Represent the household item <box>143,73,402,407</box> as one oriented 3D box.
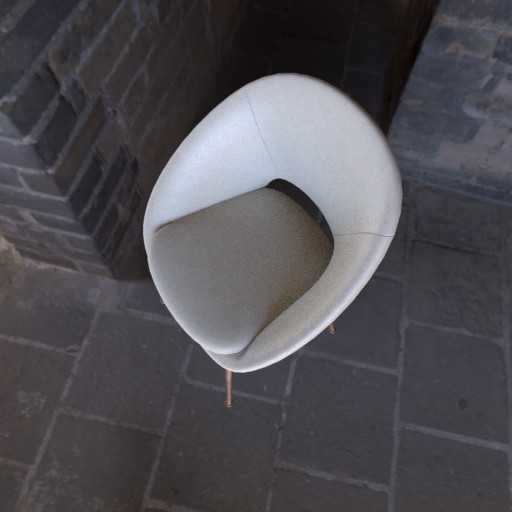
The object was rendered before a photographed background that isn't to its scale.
[{"bbox_3d":[0.000,0.000,1.269,0.573,0.852,0.623,-32,67,-15],"label":"household item"}]
